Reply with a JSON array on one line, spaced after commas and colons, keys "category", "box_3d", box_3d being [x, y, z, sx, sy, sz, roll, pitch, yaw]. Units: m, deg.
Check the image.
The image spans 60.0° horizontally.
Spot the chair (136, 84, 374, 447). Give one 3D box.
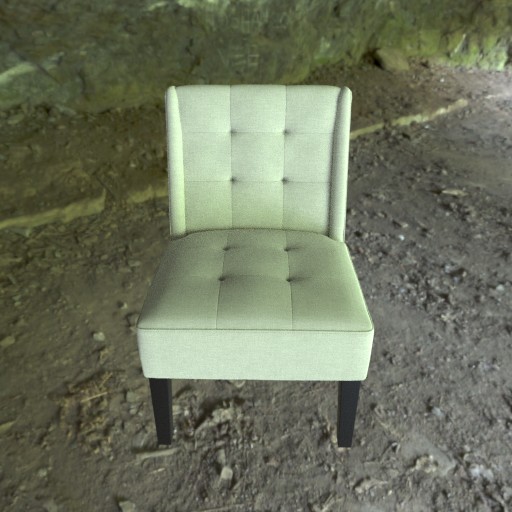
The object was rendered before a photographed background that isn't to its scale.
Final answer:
[{"category": "chair", "box_3d": [0.000, 0.000, 1.298, 0.569, 0.853, 0.676, 1, 31, 1]}]
